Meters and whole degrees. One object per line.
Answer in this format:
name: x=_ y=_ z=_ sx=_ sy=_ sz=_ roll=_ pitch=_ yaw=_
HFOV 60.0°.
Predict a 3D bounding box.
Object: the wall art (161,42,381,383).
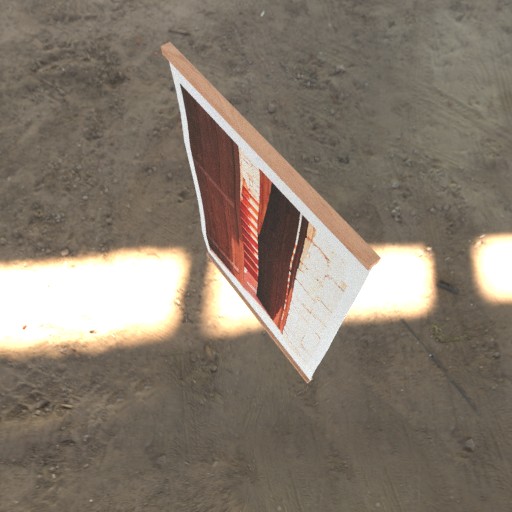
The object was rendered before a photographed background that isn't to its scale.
wall art: x=0.000 y=0.000 z=0.654 sx=0.012 sy=0.508 sz=0.332 roll=-34 pitch=68 yaw=-16
